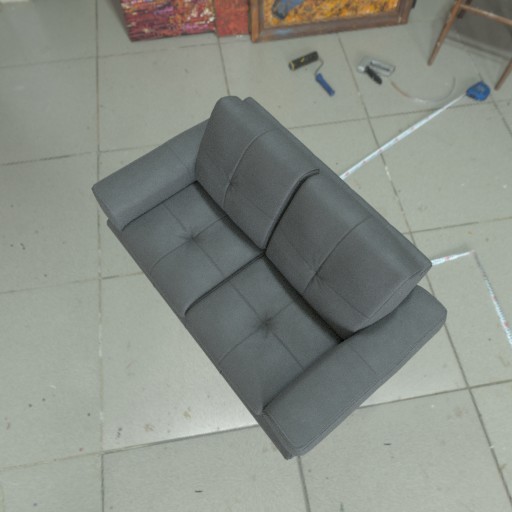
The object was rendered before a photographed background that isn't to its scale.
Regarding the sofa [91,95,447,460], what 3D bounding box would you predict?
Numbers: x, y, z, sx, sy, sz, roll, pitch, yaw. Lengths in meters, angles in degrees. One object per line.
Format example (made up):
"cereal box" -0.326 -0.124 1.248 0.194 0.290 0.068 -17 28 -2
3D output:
"sofa" 0.000 0.000 2.386 1.018 0.907 1.806 -36 69 -16
